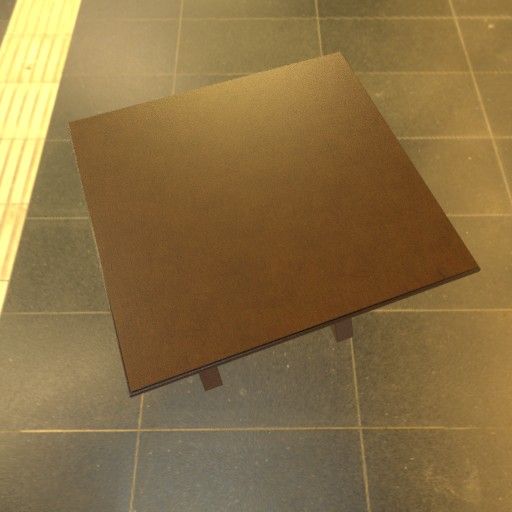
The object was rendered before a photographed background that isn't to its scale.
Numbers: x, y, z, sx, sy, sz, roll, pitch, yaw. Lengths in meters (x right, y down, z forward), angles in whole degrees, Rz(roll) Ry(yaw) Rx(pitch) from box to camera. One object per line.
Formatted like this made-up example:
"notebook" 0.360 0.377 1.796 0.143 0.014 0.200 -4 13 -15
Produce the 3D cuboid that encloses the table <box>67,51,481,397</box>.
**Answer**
"table" 0.000 0.000 1.062 0.602 0.562 0.560 -18 65 -9
